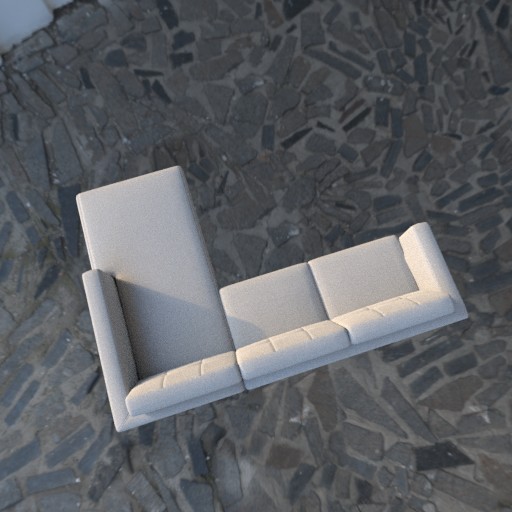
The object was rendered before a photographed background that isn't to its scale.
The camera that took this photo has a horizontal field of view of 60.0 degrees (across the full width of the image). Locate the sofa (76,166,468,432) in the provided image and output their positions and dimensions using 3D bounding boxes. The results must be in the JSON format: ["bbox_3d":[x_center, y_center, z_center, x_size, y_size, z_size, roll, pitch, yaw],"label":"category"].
[{"bbox_3d":[0.000,0.000,2.840,2.040,0.860,1.530,-17,76,-4],"label":"sofa"}]
